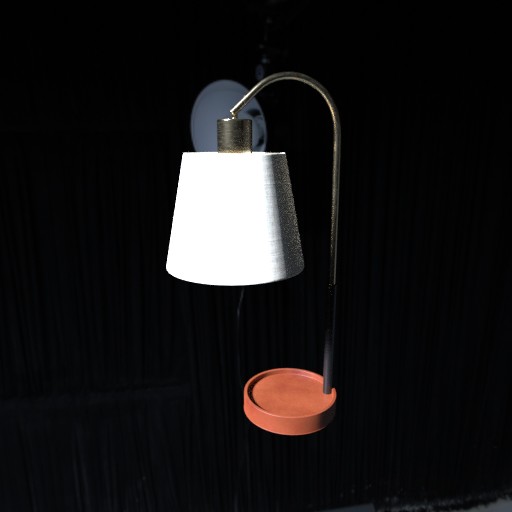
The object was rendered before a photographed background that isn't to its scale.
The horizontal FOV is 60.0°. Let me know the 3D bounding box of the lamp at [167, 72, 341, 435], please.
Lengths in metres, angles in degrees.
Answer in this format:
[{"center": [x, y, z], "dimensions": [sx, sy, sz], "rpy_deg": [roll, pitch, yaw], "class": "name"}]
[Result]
[{"center": [0.000, 0.000, 0.688], "dimensions": [0.273, 0.536, 0.211], "rpy_deg": [-2, 14, -8], "class": "lamp"}]
